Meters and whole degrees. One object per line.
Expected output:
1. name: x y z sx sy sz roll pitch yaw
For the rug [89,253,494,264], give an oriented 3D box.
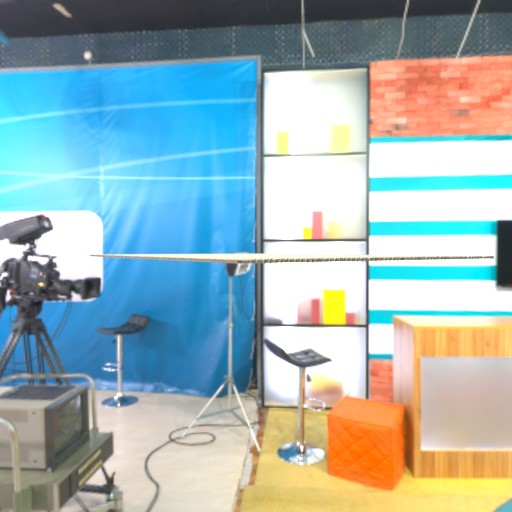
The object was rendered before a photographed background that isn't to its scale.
1. rug: 0.000 0.000 2.253 1.223 0.015 1.771 -1 1 -34
